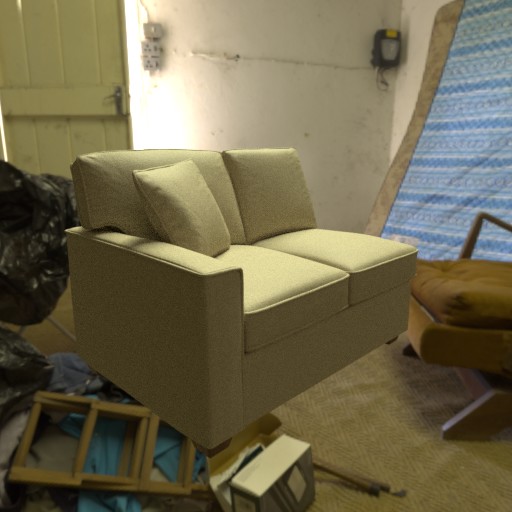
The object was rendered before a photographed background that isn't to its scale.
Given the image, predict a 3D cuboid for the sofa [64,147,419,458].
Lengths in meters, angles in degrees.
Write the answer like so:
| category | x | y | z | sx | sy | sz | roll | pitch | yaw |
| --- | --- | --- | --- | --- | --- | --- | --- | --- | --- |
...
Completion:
| category | x | y | z | sx | sy | sz | roll | pitch | yaw |
| --- | --- | --- | --- | --- | --- | --- | --- | --- | --- |
| sofa | 0.000 | 0.000 | 2.076 | 0.991 | 0.989 | 1.388 | 13 | 19 | 43 |
